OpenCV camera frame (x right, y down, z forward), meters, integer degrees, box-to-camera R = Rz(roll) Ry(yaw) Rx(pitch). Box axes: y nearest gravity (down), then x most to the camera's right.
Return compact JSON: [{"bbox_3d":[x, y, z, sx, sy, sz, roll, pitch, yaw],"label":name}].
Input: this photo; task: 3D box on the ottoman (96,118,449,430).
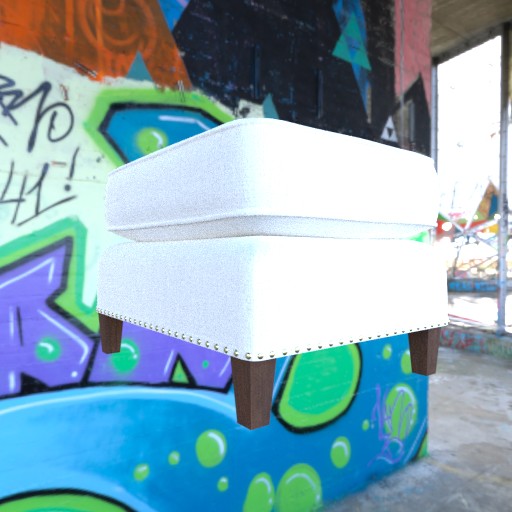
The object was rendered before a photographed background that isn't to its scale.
[{"bbox_3d":[0.000,0.000,1.131,0.589,0.537,0.738,0,1,-38],"label":"ottoman"}]
